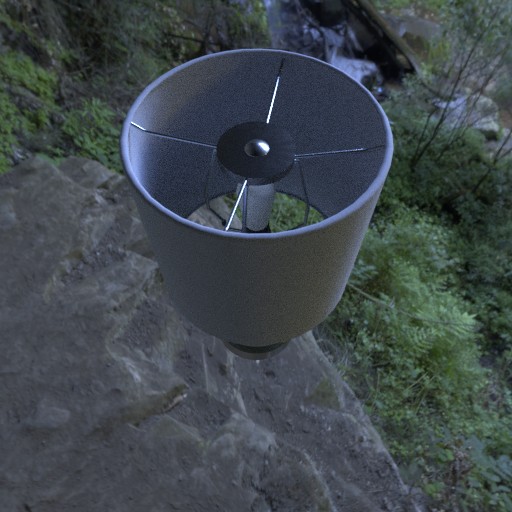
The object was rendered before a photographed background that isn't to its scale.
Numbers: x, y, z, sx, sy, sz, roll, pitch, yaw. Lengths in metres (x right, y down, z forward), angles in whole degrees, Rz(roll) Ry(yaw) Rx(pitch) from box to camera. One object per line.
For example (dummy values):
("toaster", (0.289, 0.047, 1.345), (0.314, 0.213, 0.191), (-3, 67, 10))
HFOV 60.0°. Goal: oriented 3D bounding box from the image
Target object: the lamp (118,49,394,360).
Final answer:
("lamp", (0.000, 0.000, 0.476), (0.201, 0.353, 0.201), (-14, 59, -9))
